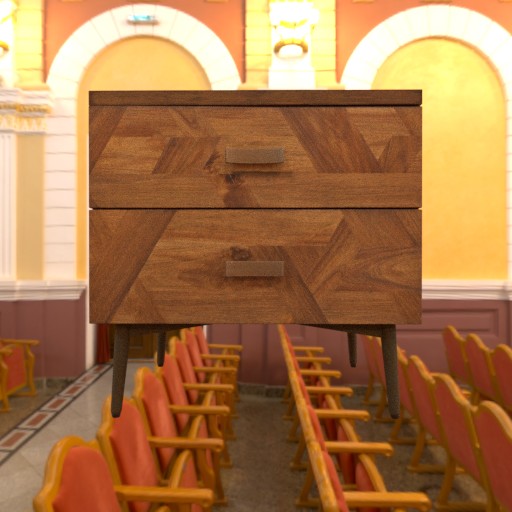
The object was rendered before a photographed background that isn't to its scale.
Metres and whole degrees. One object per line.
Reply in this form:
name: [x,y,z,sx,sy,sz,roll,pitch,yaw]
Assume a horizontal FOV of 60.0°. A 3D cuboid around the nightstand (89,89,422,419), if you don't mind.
nightstand: [0.000,0.000,1.014,0.610,0.610,0.458,0,0,1]
